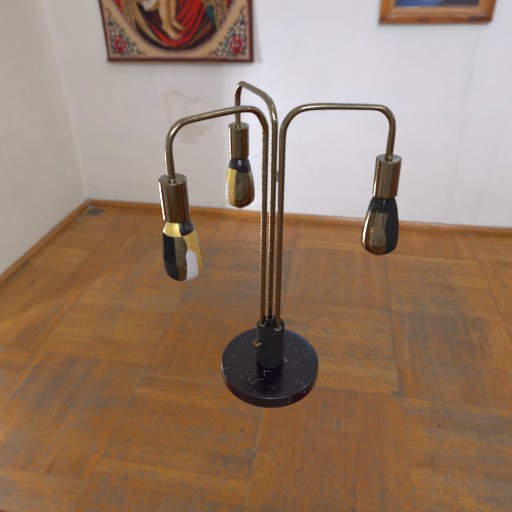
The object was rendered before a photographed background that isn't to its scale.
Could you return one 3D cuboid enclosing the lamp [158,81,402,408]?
[{"bbox_3d":[0.000,0.000,0.814,0.368,0.560,0.355,-21,39,-29],"label":"lamp"}]
